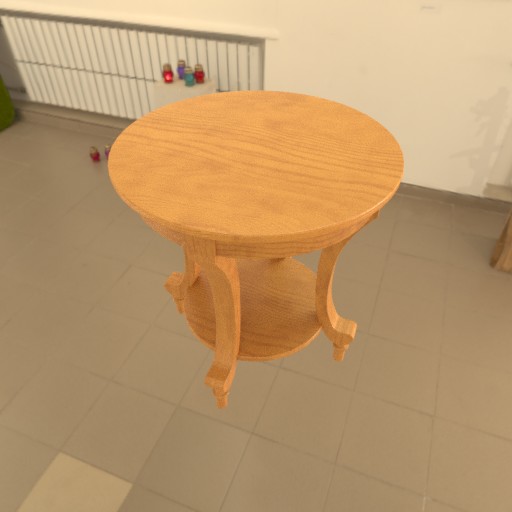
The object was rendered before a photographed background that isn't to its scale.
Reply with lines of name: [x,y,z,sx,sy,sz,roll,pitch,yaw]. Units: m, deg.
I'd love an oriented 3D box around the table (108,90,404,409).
table: [0.000,0.000,1.119,0.597,0.612,0.597,0,41,0]
